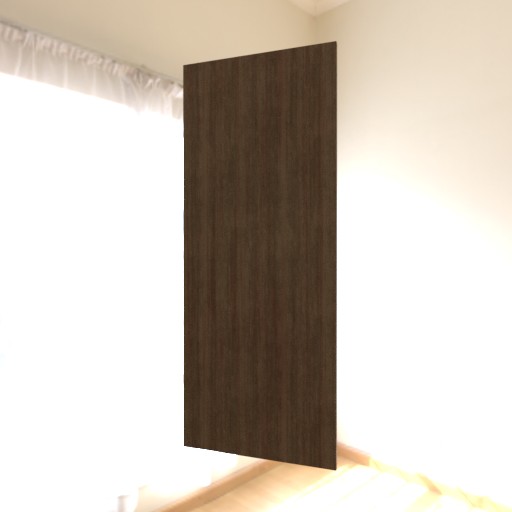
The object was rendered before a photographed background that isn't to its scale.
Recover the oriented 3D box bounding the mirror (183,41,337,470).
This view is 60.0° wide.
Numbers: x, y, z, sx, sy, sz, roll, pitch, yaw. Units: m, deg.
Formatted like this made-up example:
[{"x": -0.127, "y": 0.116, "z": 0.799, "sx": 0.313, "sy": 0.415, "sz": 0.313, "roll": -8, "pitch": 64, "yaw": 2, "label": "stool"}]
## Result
[{"x": 0.000, "y": 0.000, "z": 2.241, "sx": 0.812, "sy": 2.032, "sz": 0.025, "roll": 0, "pitch": 0, "yaw": 19, "label": "mirror"}]
